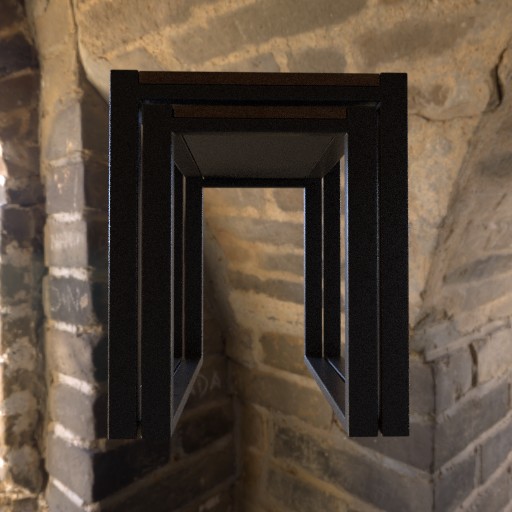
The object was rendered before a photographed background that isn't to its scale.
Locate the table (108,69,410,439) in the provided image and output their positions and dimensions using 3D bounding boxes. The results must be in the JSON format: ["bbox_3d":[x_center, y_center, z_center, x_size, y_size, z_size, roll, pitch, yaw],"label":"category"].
[{"bbox_3d":[0.000,0.000,0.910,0.449,0.550,0.500,0,-1,-1],"label":"table"}]
